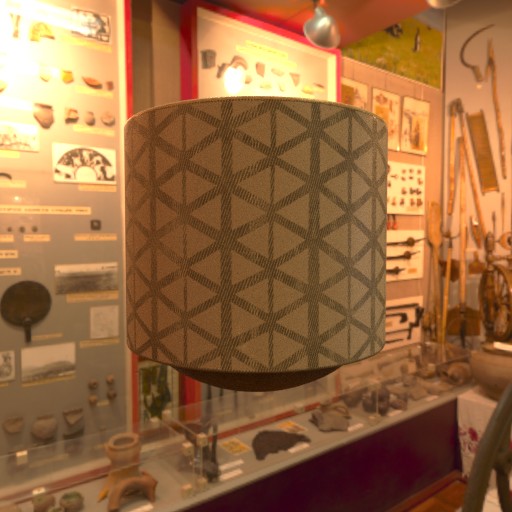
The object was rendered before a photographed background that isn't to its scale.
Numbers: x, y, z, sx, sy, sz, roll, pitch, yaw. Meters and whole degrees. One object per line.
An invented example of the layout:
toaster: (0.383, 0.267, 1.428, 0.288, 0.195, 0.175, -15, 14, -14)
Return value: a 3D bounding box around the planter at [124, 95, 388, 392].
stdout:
planter: (0.000, 0.000, 0.336, 0.190, 0.181, 0.190, 0, 3, 0)
